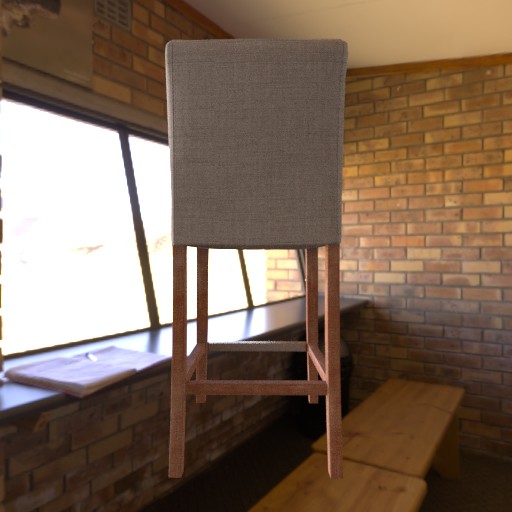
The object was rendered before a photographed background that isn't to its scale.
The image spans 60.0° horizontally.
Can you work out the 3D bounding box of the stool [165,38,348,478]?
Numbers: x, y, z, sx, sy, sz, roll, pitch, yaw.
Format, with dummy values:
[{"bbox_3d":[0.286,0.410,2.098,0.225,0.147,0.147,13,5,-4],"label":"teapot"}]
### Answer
[{"bbox_3d":[0.000,0.000,1.310,0.454,1.039,0.567,0,1,0],"label":"stool"}]
